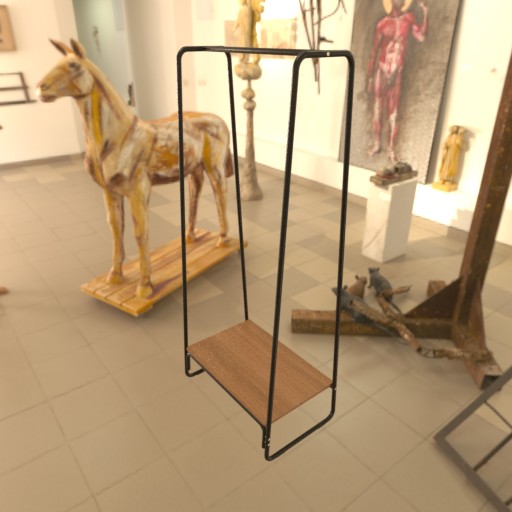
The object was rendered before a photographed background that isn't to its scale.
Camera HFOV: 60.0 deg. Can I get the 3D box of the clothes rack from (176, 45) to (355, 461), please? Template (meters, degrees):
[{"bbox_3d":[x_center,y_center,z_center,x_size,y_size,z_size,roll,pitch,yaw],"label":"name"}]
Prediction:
[{"bbox_3d":[0.000,0.000,1.762,0.400,1.500,0.640,-19,33,-34],"label":"clothes rack"}]
